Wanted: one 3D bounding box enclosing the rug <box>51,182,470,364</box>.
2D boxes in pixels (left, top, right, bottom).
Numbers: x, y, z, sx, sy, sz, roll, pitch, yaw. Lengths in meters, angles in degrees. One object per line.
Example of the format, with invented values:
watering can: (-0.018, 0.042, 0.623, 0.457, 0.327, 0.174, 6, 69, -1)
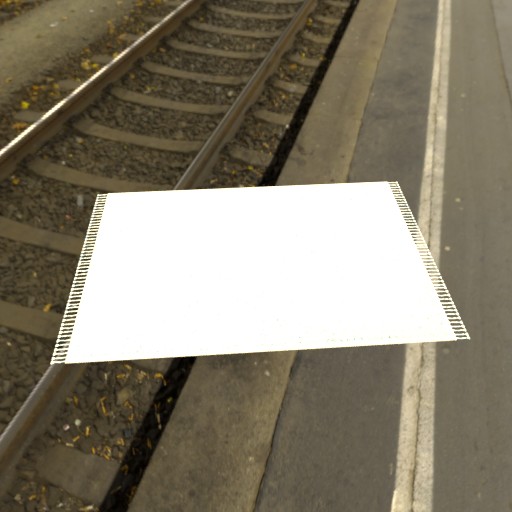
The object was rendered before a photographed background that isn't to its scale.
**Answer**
rug: (0.000, 0.000, 3.087, 2.438, 0.010, 1.524, -3, 47, -3)
